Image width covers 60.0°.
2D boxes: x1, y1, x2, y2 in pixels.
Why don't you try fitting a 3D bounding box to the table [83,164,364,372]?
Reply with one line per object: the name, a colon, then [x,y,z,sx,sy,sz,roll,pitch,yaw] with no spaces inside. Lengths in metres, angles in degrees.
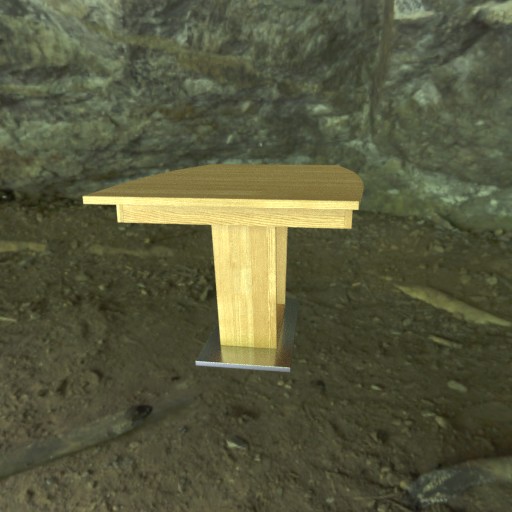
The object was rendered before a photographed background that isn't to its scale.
table: [0.000,0.000,2.073,0.900,0.748,1.598,2,15,8]
